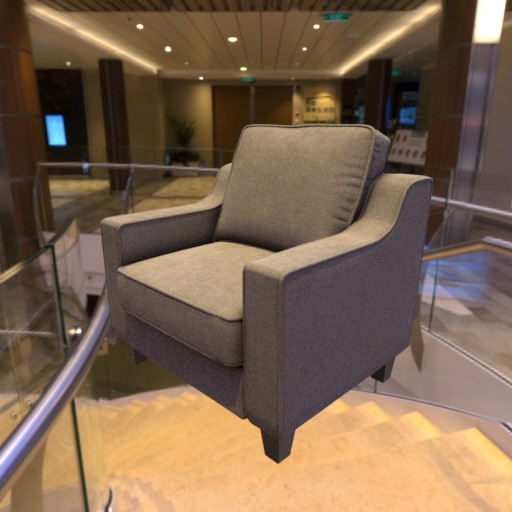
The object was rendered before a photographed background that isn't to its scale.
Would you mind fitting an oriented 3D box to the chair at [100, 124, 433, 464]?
[{"bbox_3d":[0.000,0.000,1.654,0.926,0.944,0.840,16,23,43],"label":"chair"}]
